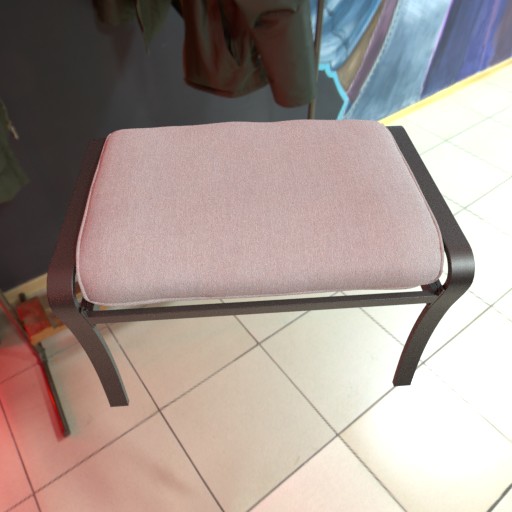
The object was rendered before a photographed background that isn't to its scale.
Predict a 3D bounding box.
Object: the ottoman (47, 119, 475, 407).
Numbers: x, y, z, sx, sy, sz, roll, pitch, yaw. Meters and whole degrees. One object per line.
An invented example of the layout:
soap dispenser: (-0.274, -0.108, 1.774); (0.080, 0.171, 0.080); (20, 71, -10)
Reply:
ottoman: (0.000, 0.000, 0.873); (0.610, 0.422, 0.406); (-3, 47, -3)
